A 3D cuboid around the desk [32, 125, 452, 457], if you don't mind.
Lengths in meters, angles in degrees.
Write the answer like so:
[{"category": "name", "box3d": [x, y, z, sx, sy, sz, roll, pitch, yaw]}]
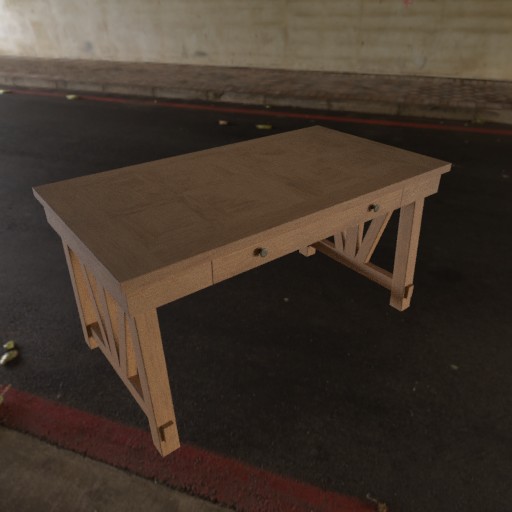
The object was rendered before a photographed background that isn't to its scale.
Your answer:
[{"category": "desk", "box3d": [0.000, 0.000, 1.978, 1.499, 0.762, 0.813, -22, 37, -32]}]
